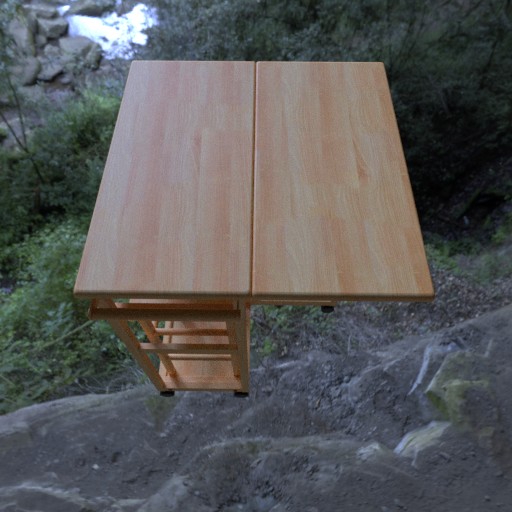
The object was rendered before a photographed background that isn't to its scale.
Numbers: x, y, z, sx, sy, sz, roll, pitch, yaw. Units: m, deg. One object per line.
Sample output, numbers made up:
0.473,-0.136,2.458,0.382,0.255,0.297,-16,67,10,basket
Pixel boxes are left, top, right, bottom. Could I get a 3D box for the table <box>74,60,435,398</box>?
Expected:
0.000,0.000,1.374,0.693,0.832,0.752,1,58,0,table
